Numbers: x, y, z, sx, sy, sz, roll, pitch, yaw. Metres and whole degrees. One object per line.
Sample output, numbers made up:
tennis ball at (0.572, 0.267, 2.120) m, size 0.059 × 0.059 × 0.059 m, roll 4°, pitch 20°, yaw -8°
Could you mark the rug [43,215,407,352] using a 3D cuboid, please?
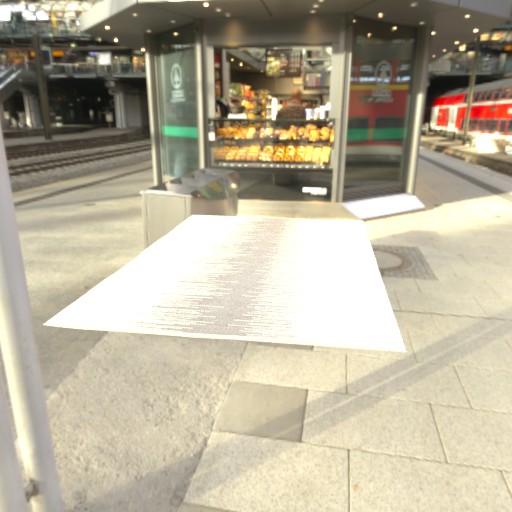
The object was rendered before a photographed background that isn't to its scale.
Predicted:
rug at (0.000, 0.000, 2.306) m, size 1.226 × 0.007 × 1.815 m, roll 3°, pitch 18°, yaw 8°
